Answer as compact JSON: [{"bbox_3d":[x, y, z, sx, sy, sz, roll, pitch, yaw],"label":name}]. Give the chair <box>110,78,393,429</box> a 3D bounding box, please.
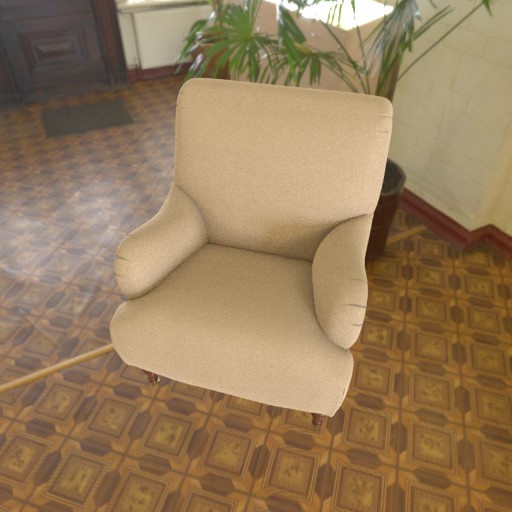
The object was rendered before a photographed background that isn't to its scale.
[{"bbox_3d":[0.000,0.000,1.534,0.766,0.942,0.842,11,42,12],"label":"chair"}]
